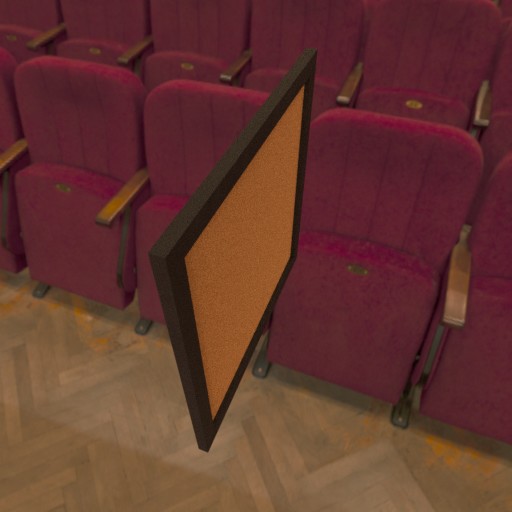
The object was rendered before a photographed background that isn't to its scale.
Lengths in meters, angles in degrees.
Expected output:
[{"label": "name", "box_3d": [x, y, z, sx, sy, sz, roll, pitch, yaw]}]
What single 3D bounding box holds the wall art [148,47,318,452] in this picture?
[{"label": "wall art", "box_3d": [0.000, 0.000, 1.524, 0.038, 1.016, 1.016, 16, 49, 15]}]
